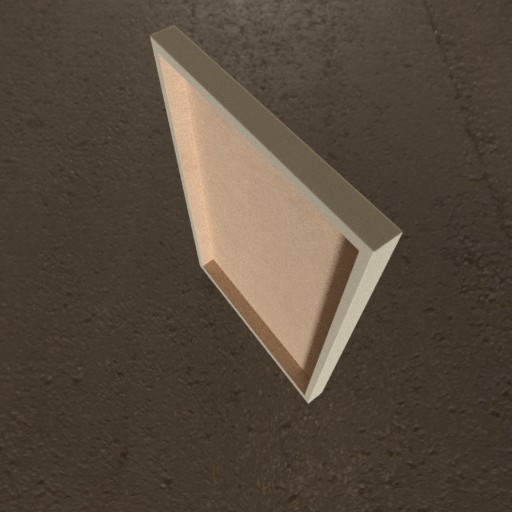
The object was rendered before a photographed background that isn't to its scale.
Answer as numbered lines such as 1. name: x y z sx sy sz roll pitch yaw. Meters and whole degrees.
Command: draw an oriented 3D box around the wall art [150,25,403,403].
1. wall art: 0.000 0.000 0.764 0.038 0.608 0.418 -33 64 -18
